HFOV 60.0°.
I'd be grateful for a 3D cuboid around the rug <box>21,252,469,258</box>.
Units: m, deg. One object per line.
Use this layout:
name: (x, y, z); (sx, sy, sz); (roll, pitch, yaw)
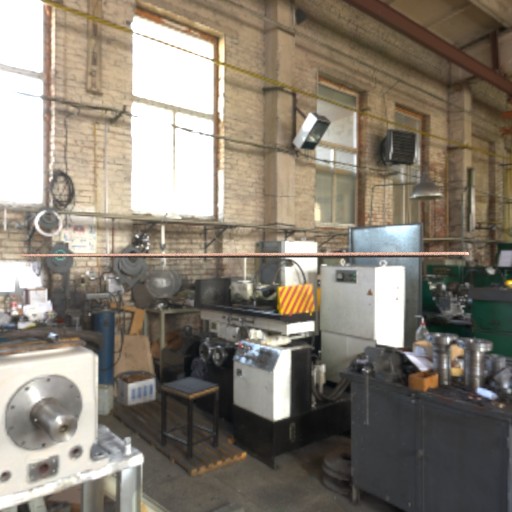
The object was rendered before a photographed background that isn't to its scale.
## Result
rug: (0.000, 0.000, 2.973); (2.390, 0.015, 1.609); (0, -1, 18)
